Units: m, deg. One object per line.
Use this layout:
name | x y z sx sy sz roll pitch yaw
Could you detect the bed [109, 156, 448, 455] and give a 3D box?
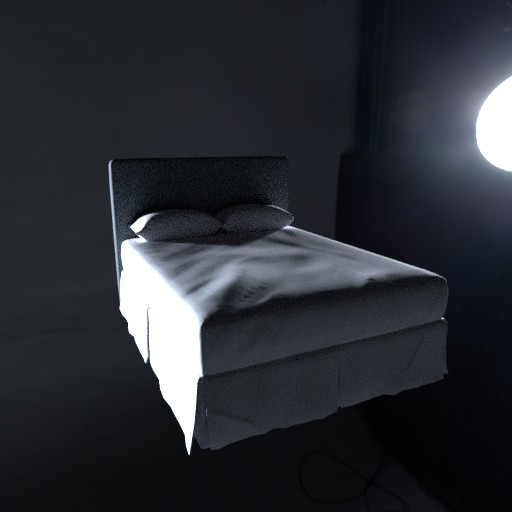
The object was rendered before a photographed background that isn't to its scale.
bed | 0.000 0.000 3.184 1.713 1.330 2.142 -7 16 -25
